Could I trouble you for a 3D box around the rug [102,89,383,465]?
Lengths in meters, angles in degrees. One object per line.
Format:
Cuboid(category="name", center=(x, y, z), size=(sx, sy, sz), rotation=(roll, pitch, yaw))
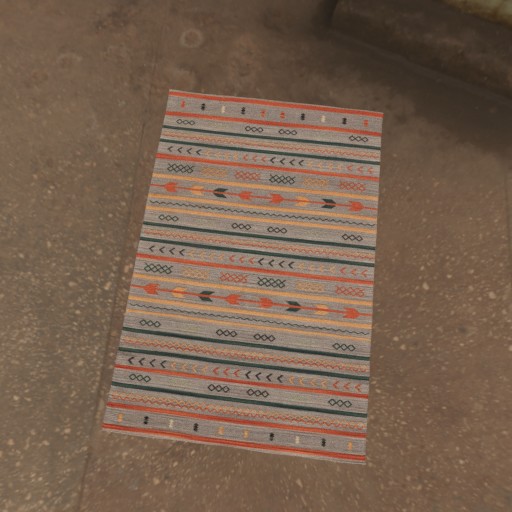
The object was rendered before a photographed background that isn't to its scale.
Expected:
Cuboid(category="rug", center=(0.000, 0.000, 2.268), size=(1.220, 0.017, 1.835), rotation=(7, 75, 2))
